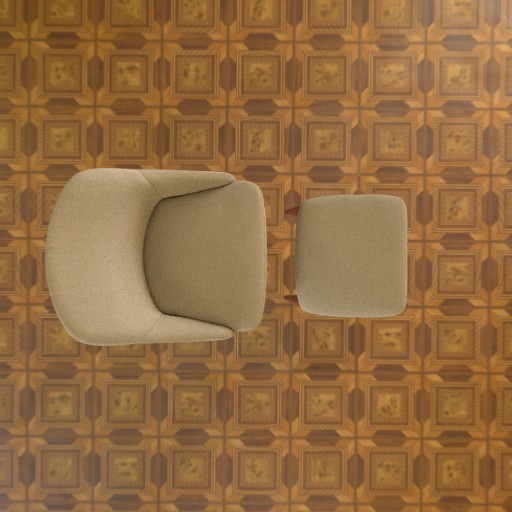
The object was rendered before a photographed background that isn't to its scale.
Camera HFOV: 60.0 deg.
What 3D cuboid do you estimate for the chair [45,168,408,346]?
[{"bbox_3d":[0.000,0.000,1.596,1.114,0.866,0.584,0,91,0],"label":"chair"}]
